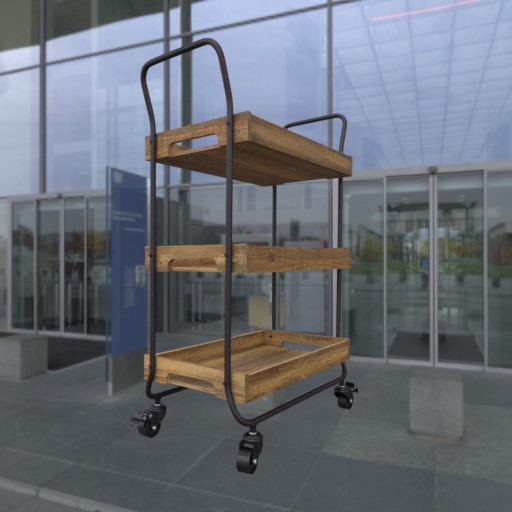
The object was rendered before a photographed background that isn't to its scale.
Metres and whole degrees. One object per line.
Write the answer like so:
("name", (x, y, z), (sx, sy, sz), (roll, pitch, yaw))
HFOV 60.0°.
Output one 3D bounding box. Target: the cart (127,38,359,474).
("cart", (0.000, 0.000, 1.153), (0.339, 0.857, 0.583), (0, 0, 37))
